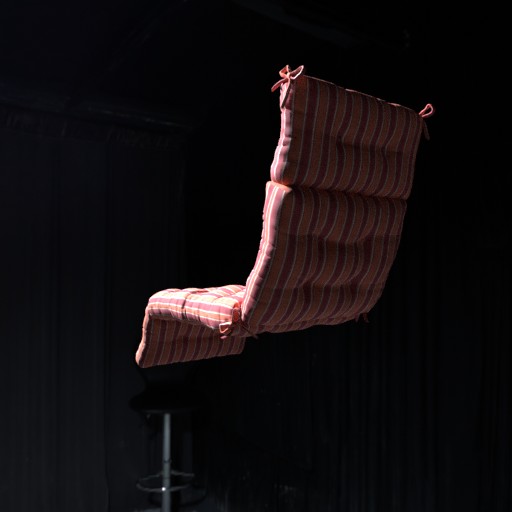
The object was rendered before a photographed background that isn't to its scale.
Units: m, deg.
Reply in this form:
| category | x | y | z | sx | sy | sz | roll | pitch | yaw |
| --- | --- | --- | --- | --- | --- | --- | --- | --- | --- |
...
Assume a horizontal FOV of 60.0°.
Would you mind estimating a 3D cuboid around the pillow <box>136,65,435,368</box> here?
| category | x | y | z | sx | sy | sz | roll | pitch | yaw |
| --- | --- | --- | --- | --- | --- | --- | --- | --- | --- |
| pillow | 0.000 | 0.000 | 1.487 | 0.526 | 0.863 | 1.016 | 0 | -1 | -36 |
